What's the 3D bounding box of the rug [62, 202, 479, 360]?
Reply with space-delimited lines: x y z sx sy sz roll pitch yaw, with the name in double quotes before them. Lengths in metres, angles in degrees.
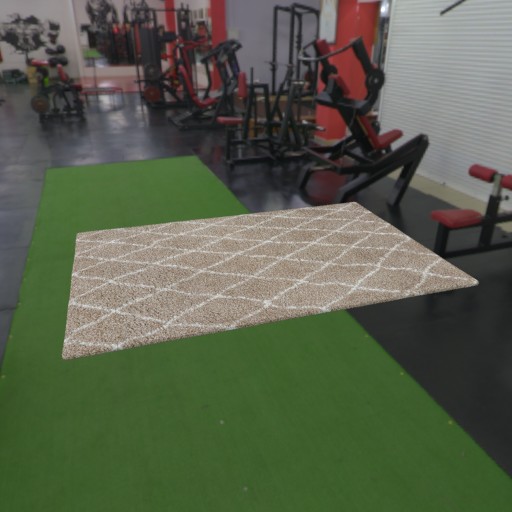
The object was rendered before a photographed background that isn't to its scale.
"rug" 0.000 0.000 3.505 2.743 0.030 1.778 -8 27 -16
